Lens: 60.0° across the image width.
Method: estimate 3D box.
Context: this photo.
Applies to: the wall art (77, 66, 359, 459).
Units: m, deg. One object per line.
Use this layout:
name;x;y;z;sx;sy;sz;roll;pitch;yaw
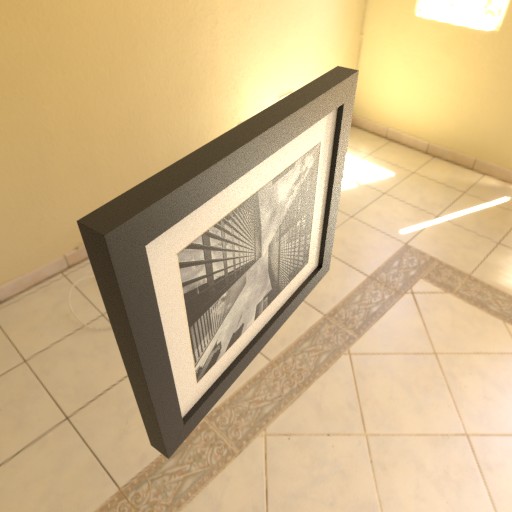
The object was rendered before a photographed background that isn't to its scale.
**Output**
wall art;0.000;0.000;0.515;0.028;0.321;0.381;25;47;26
